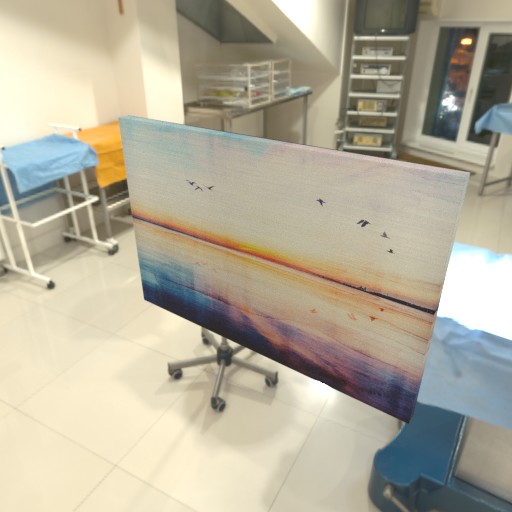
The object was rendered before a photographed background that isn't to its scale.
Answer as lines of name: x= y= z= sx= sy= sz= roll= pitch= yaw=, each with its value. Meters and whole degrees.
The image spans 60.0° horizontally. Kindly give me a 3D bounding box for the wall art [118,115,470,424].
wall art: x=0.000 y=0.000 z=1.150 sx=0.911 sy=0.605 sz=0.037 roll=18 pitch=33 yaw=31
